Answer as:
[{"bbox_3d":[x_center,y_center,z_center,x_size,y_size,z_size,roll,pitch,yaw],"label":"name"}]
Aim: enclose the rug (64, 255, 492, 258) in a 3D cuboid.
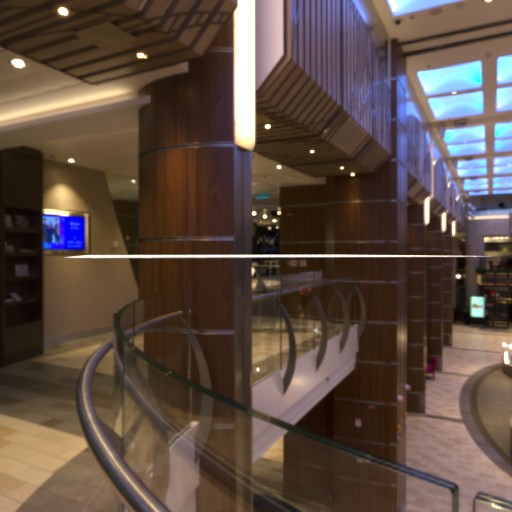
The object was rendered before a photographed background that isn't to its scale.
[{"bbox_3d":[0.000,0.000,3.887,2.892,0.006,2.283,0,0,-18],"label":"rug"}]
